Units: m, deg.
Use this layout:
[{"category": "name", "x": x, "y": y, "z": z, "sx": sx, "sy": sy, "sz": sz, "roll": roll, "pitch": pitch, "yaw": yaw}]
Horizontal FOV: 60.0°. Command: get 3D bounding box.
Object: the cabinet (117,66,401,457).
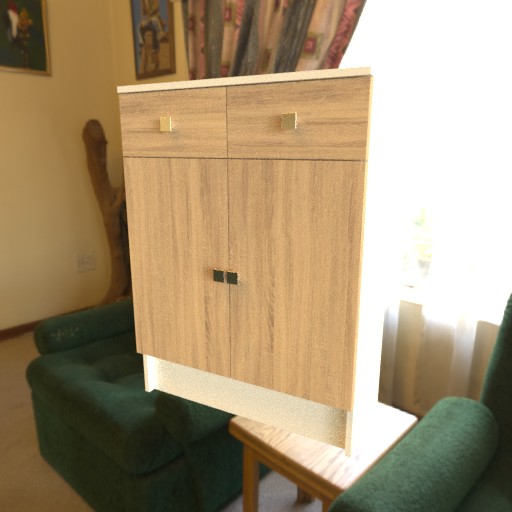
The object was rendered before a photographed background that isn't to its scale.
[{"category": "cabinet", "x": 0.000, "y": 0.000, "z": 1.126, "sx": 0.600, "sy": 0.815, "sz": 0.296, "roll": 7, "pitch": 16, "yaw": 27}]
